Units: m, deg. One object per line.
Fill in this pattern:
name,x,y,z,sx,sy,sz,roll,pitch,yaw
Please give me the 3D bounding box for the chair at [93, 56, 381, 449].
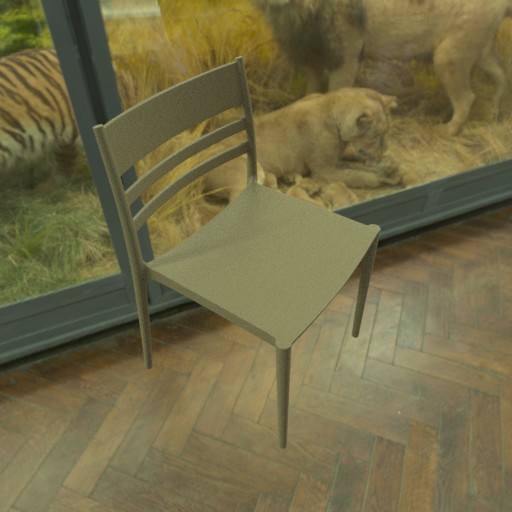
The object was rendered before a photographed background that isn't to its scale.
chair,0.000,0.000,1.162,0.511,0.800,0.531,26,49,25
